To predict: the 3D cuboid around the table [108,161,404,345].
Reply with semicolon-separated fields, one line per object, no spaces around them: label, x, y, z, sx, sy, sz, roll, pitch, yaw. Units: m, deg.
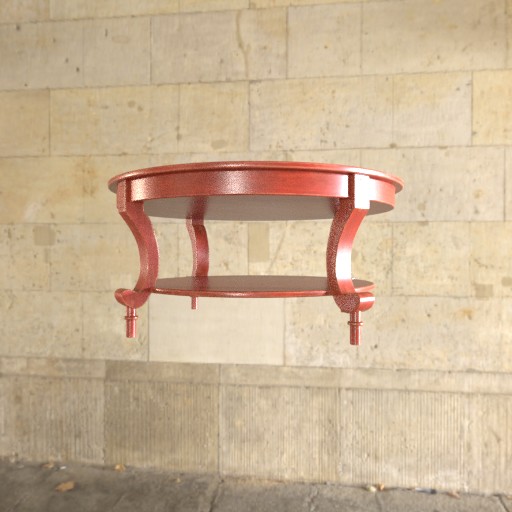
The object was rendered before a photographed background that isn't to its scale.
table;0.000;0.000;1.617;1.029;0.486;1.029;0;1;0
